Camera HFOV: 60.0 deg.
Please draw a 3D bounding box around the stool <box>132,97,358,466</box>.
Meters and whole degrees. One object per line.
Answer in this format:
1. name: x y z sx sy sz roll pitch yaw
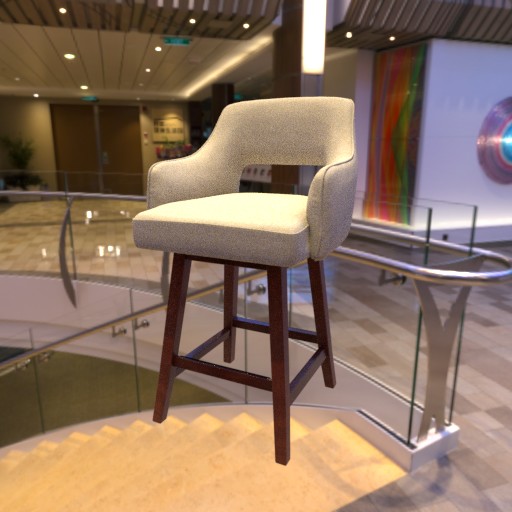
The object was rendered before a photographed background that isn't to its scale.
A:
1. stool: 0.000 0.000 1.316 0.550 0.936 0.560 7 16 26
